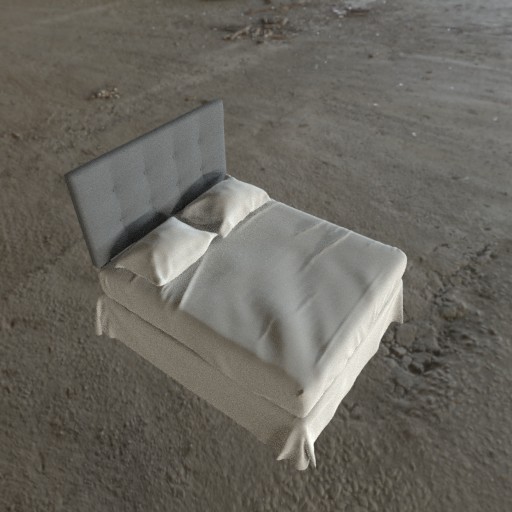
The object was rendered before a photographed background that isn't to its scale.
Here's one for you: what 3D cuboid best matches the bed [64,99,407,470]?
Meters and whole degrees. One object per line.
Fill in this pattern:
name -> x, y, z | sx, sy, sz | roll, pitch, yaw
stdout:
bed -> 0.000, 0.000, 3.546 | 2.222, 1.577, 1.936 | 25, 47, 26
